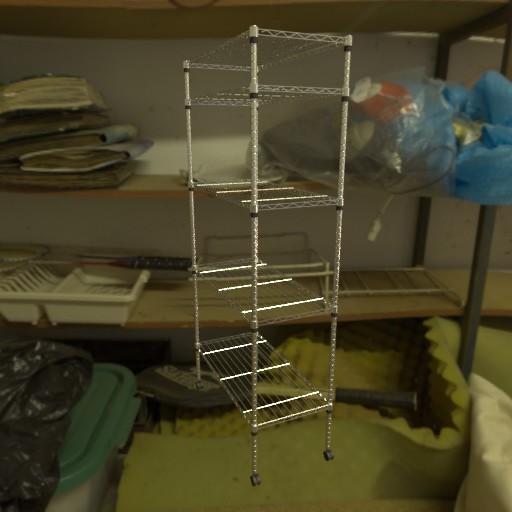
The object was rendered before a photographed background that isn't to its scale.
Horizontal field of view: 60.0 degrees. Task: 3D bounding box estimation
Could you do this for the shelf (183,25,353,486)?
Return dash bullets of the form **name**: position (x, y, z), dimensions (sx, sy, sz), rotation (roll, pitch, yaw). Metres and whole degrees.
- **shelf**: position (0.000, 0.000, 1.858), dimensions (0.356, 1.587, 0.762), rotation (-7, 17, -23)
